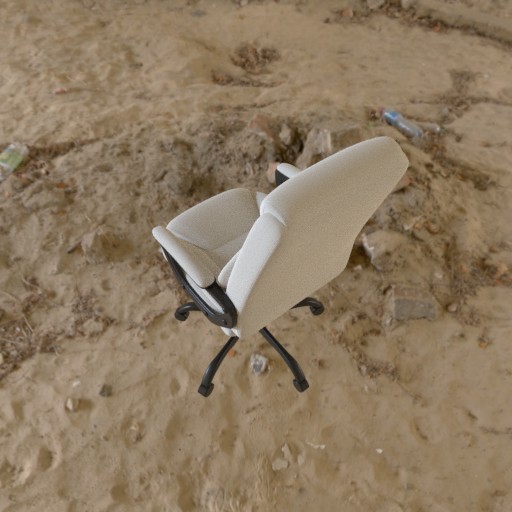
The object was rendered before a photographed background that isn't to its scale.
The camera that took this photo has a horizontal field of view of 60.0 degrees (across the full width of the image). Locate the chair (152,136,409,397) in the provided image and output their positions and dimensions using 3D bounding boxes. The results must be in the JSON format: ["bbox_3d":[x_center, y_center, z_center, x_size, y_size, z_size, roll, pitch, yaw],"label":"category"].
[{"bbox_3d":[0.000,0.000,1.489,0.663,1.065,0.669,-31,55,-25],"label":"chair"}]
